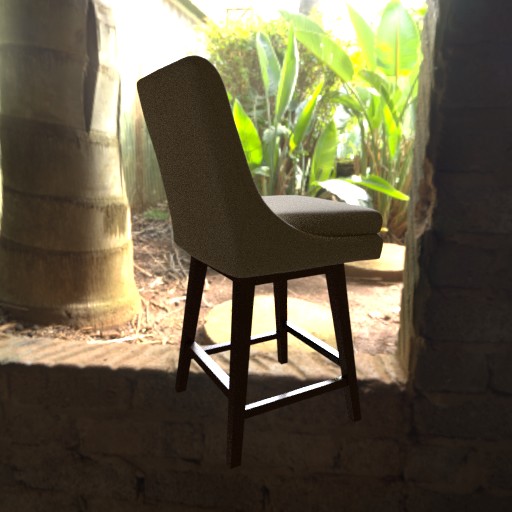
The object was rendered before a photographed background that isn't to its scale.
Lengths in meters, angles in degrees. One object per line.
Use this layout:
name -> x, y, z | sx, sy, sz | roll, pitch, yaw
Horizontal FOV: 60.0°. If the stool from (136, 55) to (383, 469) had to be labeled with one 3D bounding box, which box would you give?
stool -> 0.000, 0.000, 1.297 | 0.559, 0.991, 0.483 | -8, 16, -28
